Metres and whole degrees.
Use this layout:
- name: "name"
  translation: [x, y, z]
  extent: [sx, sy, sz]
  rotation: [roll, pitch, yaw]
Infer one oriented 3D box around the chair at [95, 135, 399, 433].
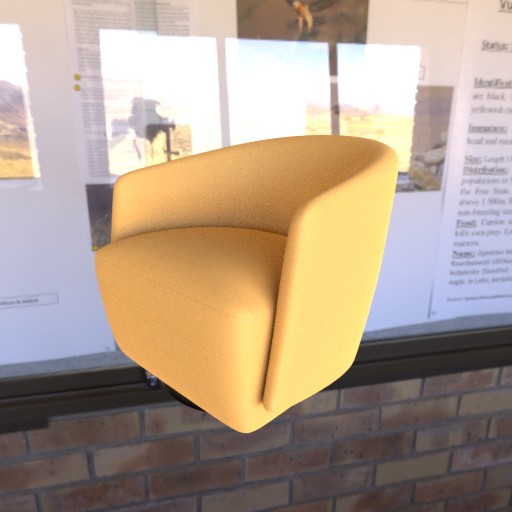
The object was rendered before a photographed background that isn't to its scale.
- name: "chair"
  translation: [0.000, 0.000, 1.339]
  extent: [0.767, 0.698, 0.773]
  rotation: [-16, 22, -43]
